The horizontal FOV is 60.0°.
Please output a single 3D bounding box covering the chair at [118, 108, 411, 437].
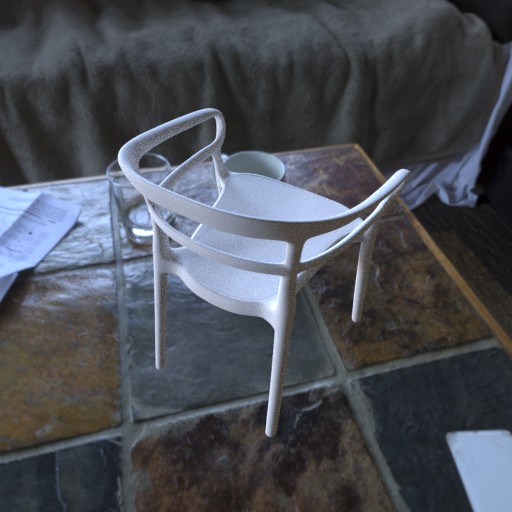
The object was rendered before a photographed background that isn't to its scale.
[{"bbox_3d":[0.000,0.000,1.147,0.559,0.761,0.527,24,51,21],"label":"chair"}]
